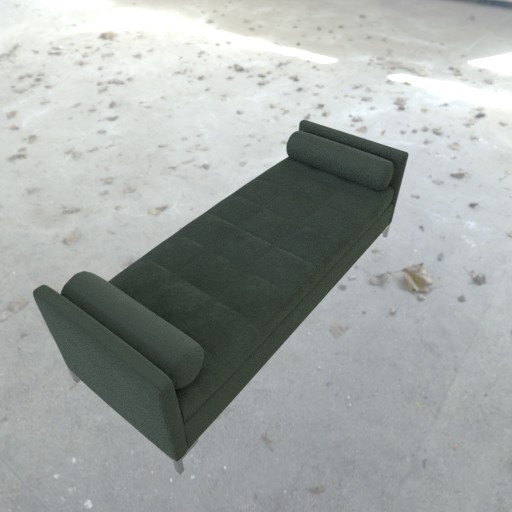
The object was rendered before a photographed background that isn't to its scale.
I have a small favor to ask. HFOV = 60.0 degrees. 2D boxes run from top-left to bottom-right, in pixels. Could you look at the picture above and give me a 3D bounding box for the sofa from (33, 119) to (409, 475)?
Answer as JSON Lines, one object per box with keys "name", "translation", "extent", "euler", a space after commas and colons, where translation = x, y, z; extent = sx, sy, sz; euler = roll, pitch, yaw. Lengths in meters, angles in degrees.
{"name": "sofa", "translation": [0.000, 0.000, 2.488], "extent": [0.797, 0.657, 2.102], "euler": [27, 48, 27]}
